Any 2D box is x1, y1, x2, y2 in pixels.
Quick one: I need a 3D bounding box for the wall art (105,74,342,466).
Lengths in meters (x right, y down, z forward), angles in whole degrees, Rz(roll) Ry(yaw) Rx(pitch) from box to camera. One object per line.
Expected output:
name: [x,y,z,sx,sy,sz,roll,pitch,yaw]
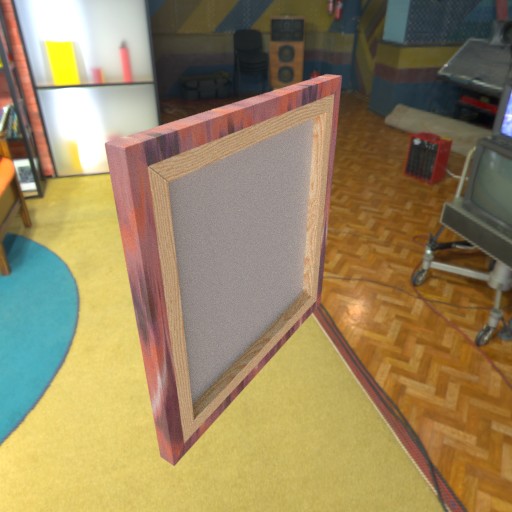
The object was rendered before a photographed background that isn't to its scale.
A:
wall art: [0.000,0.000,0.896,0.037,0.609,0.603,19,36,29]
